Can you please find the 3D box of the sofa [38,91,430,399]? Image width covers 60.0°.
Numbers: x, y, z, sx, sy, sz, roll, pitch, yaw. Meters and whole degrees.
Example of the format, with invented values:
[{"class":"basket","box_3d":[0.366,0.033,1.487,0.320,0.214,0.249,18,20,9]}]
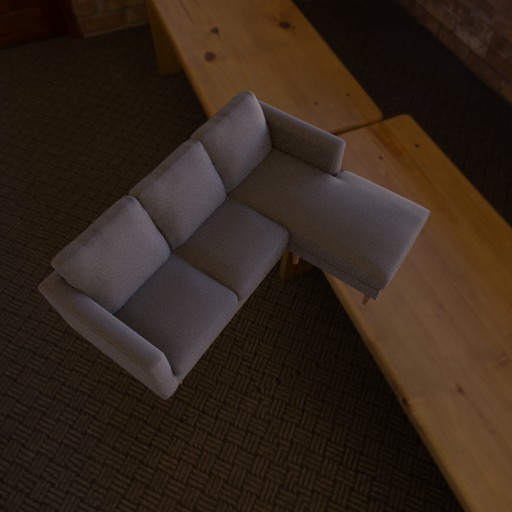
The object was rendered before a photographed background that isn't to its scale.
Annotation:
[{"class":"sofa","box_3d":[0.000,0.000,2.885,1.591,0.897,2.031,31,63,18]}]
